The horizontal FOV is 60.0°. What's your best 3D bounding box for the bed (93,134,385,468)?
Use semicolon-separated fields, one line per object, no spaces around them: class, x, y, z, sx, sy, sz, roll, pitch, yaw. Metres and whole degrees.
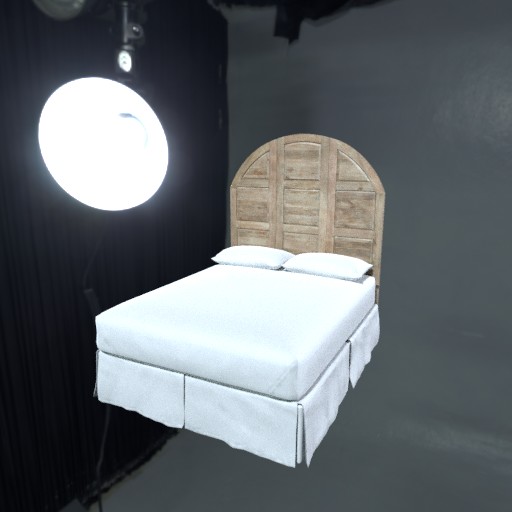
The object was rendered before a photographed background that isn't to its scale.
bed;0.000;0.000;3.610;1.713;2.002;2.112;6;14;26
